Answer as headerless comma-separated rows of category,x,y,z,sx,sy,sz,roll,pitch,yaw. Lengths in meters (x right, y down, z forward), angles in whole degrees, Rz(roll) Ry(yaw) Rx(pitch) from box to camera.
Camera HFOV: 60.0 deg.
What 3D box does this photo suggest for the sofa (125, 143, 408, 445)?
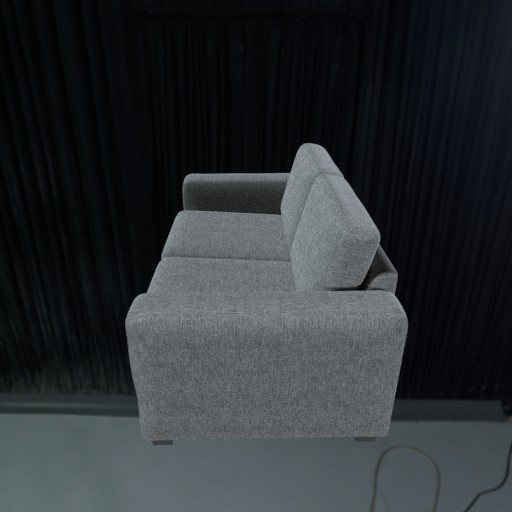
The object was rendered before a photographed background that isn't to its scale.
sofa,0.000,0.000,2.050,0.900,0.800,1.520,-1,27,-1
